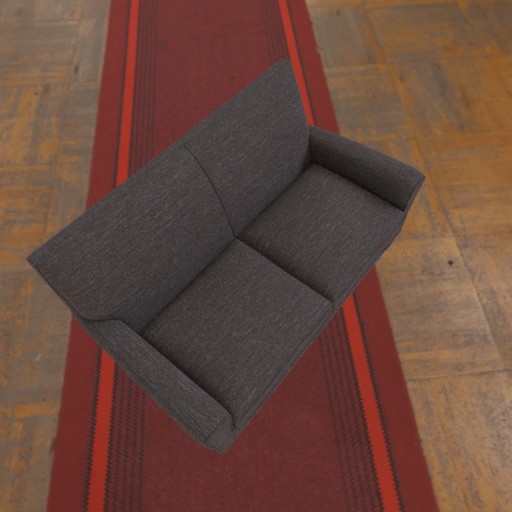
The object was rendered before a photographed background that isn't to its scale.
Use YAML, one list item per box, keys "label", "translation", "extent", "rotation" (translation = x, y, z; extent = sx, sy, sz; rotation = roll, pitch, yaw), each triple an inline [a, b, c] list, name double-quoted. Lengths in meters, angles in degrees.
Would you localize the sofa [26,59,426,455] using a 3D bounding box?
- label: "sofa"
  translation: [0.000, 0.000, 2.024]
  extent: [0.867, 0.905, 1.509]
  rotation: [35, 64, 20]
